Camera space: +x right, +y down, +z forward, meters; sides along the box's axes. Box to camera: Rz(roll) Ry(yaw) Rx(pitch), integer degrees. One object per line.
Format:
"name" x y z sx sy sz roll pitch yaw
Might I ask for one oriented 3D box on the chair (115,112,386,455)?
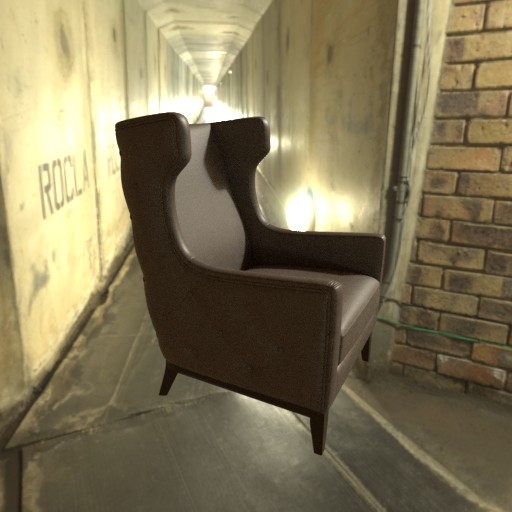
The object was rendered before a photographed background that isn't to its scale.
"chair" 0.000 0.000 1.768 0.899 1.079 0.769 8 18 25
